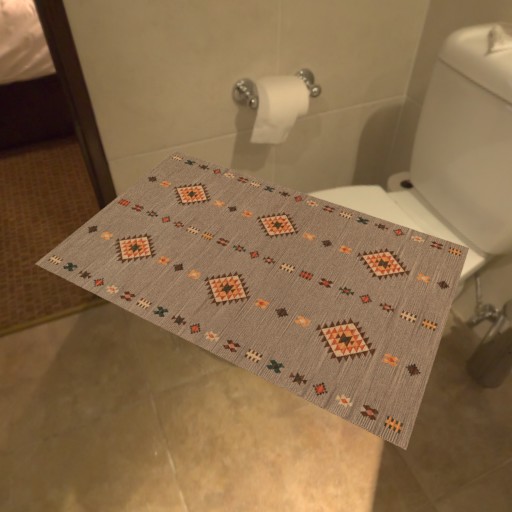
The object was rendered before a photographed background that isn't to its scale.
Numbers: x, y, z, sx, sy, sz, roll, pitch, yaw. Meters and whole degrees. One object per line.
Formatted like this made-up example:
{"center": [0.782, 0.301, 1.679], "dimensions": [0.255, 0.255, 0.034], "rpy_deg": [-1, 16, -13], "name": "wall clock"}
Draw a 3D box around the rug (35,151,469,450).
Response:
{"center": [0.000, 0.000, 2.920], "dimensions": [2.427, 0.007, 1.515], "rpy_deg": [22, 50, 20], "name": "rug"}
